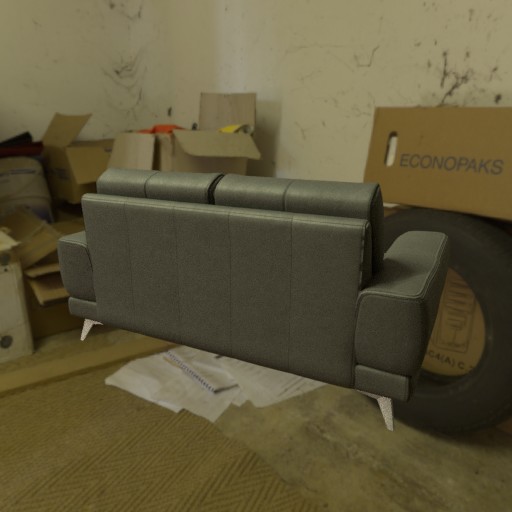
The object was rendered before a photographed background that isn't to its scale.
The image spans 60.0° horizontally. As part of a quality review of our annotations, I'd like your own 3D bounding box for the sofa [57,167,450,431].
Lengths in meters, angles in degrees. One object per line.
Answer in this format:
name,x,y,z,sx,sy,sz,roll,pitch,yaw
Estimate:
sofa,0.000,0.000,2.295,1.806,0.907,1.018,8,19,25
